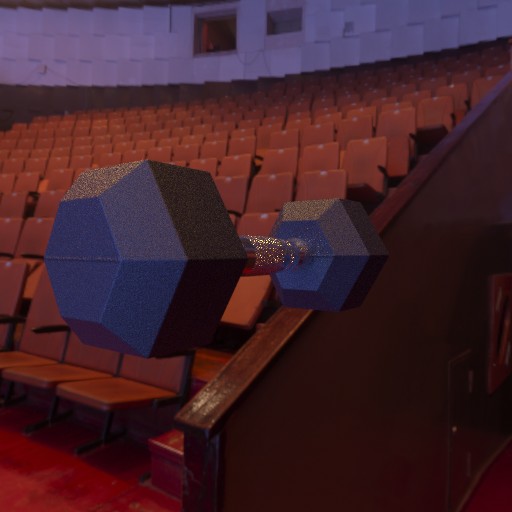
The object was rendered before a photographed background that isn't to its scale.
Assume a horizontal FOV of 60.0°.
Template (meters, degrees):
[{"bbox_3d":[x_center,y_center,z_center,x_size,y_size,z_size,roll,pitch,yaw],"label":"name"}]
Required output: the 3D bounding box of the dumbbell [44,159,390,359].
[{"bbox_3d":[0.000,0.000,0.314,0.106,0.092,0.272,1,1,37],"label":"dumbbell"}]
